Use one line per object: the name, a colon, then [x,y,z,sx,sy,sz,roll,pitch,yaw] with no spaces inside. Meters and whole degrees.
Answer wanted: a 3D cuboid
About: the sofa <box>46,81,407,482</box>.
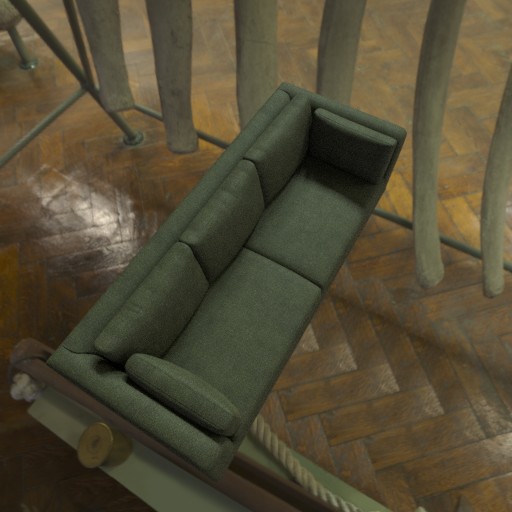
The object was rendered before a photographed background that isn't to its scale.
sofa: [0.000,0.000,2.829,0.969,0.867,2.415,27,63,15]
